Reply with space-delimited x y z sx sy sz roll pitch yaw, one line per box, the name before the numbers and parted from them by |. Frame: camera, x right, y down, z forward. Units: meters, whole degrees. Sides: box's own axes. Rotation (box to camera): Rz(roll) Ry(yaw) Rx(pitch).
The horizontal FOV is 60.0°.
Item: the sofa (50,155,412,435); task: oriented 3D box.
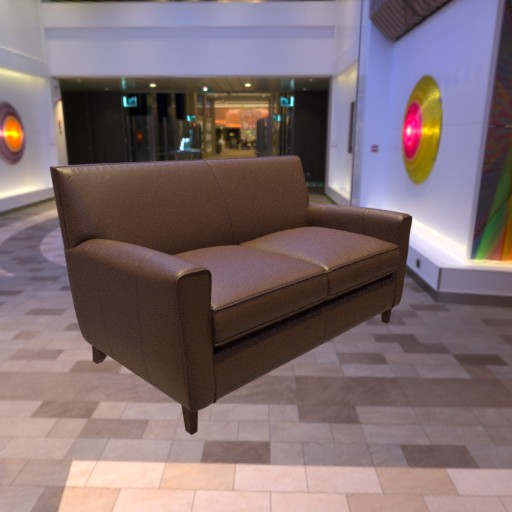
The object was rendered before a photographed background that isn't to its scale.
sofa | 0.000 0.000 2.069 0.853 0.859 1.468 14 21 43
